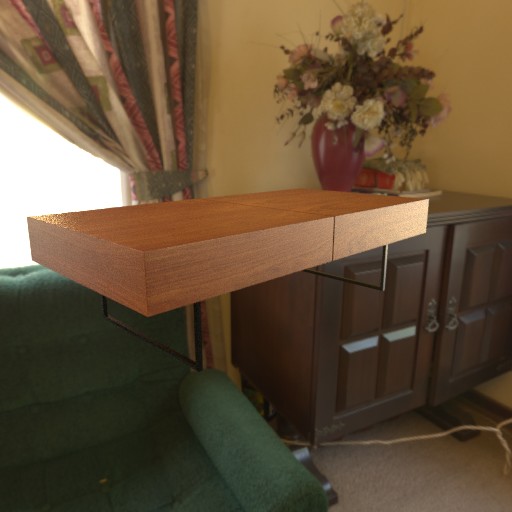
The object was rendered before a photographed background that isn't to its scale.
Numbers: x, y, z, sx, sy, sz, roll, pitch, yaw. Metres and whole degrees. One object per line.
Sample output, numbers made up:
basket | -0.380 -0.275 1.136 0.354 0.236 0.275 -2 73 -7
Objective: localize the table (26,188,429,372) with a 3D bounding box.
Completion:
table | 0.000 0.000 1.470 0.610 0.330 1.194 13 19 43
